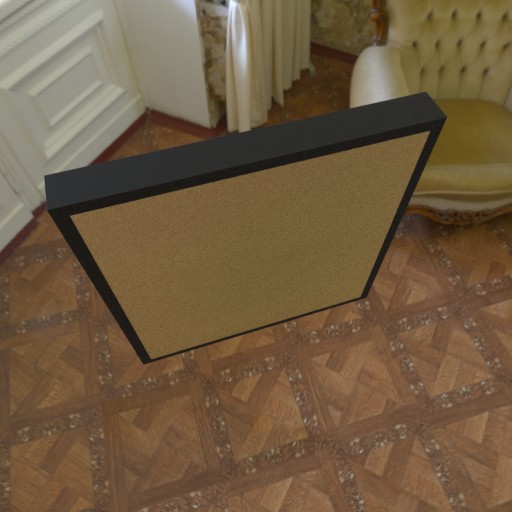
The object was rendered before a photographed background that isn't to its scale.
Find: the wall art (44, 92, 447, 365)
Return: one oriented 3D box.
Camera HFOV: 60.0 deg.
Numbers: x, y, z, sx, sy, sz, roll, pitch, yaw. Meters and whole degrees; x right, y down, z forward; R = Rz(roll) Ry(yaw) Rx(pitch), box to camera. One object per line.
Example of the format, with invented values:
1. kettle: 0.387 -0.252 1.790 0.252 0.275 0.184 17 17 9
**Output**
1. wall art: 0.000 0.000 0.458 0.305 0.304 0.033 -15 58 -10
